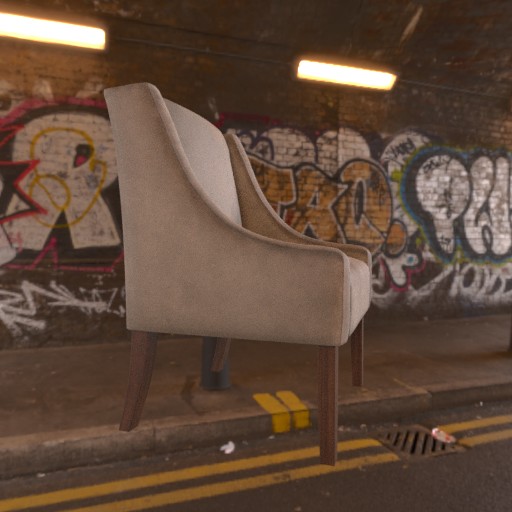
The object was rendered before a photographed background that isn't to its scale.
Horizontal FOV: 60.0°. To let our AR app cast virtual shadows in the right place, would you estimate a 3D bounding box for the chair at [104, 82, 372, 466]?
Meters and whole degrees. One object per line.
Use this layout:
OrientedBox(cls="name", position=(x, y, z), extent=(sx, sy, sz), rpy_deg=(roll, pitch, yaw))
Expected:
OrientedBox(cls="chair", position=(0.000, 0.000, 1.329), extent=(0.629, 0.895, 0.629), rpy_deg=(1, 2, 19))
